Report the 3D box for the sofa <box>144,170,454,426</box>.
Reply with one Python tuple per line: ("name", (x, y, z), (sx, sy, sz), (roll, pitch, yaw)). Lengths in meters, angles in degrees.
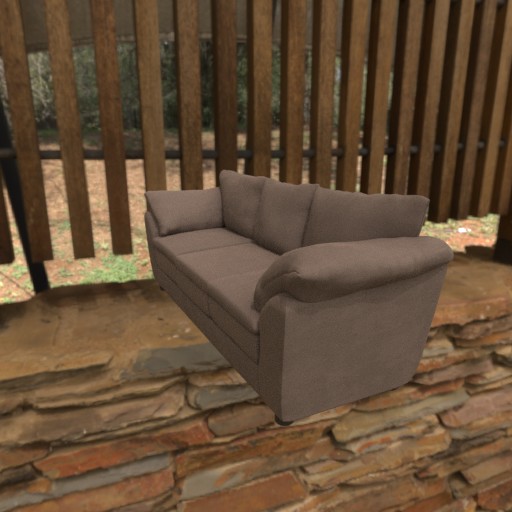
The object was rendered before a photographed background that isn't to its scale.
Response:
("sofa", (0.000, 0.000, 2.796), (0.893, 0.981, 2.377), (-8, 17, -26))
